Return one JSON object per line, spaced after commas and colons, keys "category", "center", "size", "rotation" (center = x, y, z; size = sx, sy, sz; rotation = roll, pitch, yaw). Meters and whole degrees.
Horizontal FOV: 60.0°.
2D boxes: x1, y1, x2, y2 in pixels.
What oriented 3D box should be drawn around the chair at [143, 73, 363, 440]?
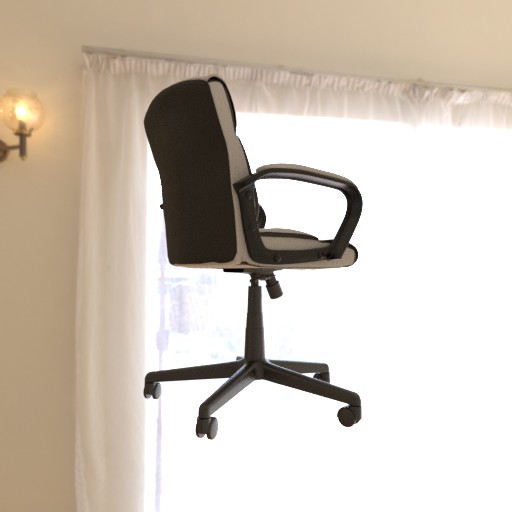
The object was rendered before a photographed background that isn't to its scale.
{"category": "chair", "center": [0.000, 0.000, 1.521], "size": [0.717, 1.004, 0.739], "rotation": [2, -3, -36]}
